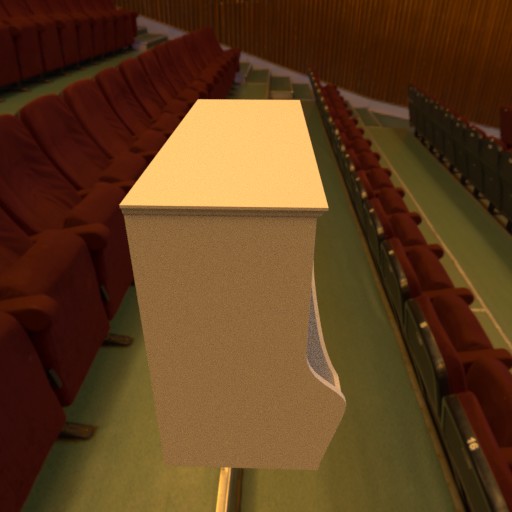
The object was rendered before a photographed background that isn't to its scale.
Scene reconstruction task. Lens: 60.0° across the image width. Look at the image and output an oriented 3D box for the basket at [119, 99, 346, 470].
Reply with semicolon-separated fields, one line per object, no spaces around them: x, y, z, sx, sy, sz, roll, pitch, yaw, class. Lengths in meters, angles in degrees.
0.000;0.000;1.145;0.376;0.625;0.792;1;30;2;basket
